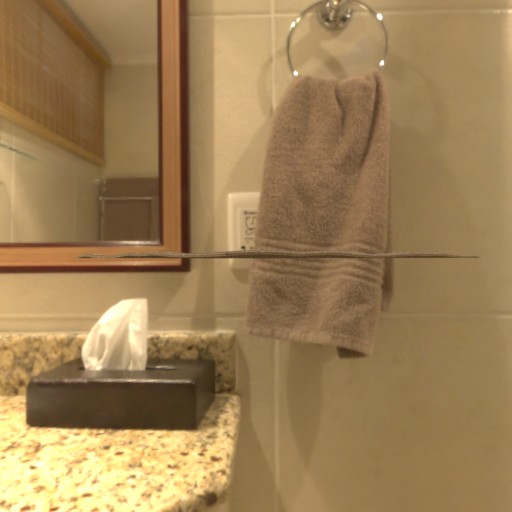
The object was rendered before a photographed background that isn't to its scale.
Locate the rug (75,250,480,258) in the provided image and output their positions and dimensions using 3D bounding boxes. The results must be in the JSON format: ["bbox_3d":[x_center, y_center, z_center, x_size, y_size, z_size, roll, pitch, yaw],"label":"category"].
[{"bbox_3d":[0.000,0.000,0.898,0.551,0.008,0.642,0,-1,-36],"label":"rug"}]
